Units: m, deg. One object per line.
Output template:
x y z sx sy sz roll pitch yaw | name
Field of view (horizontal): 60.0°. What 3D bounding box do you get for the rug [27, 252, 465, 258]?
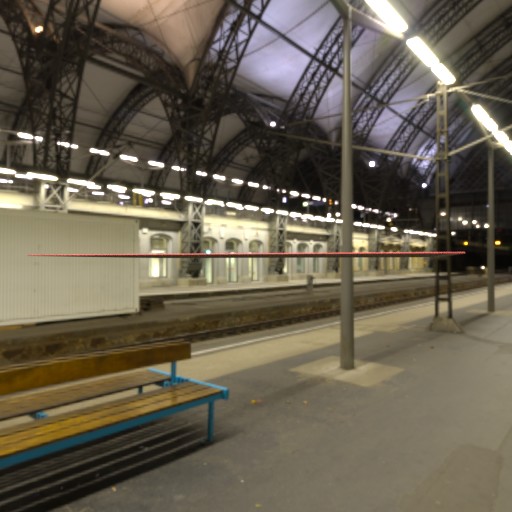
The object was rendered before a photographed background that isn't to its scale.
0.000 0.000 3.043 2.423 0.010 1.534 0 -1 18 | rug
